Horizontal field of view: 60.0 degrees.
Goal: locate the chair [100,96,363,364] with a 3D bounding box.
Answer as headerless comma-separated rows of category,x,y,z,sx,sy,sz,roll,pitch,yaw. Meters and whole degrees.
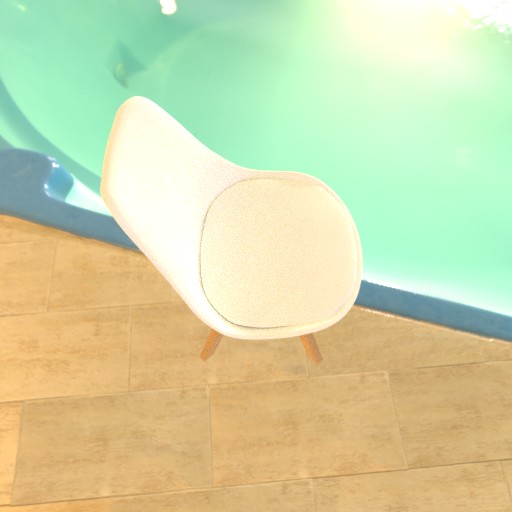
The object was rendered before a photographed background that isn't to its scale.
chair,0.000,0.000,1.174,0.550,0.849,0.485,1,63,1
